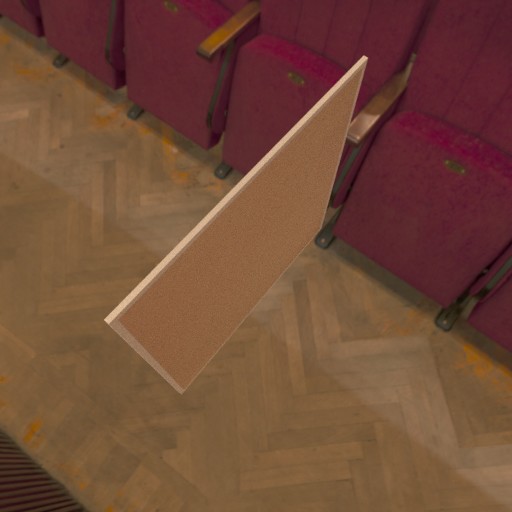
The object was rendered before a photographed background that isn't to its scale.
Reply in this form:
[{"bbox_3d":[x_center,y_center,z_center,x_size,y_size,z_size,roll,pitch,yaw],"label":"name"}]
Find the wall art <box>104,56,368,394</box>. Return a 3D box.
[{"bbox_3d":[0.000,0.000,1.250,0.012,0.809,0.809,36,70,16],"label":"wall art"}]
